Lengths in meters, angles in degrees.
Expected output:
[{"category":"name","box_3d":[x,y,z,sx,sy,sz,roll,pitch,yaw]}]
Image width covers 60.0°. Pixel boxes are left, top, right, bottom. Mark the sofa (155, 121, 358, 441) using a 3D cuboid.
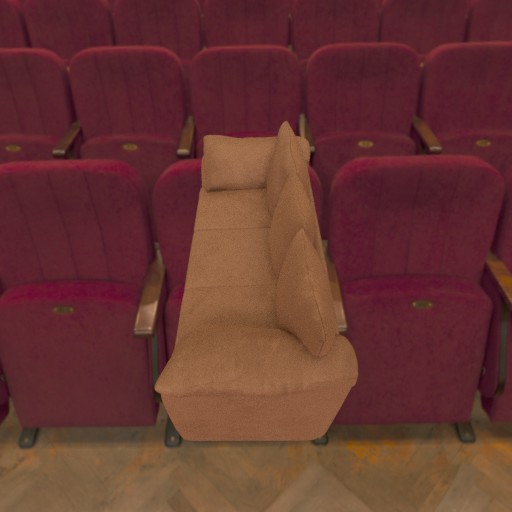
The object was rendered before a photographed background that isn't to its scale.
[{"category":"sofa","box_3d":[0.000,0.000,2.900,0.893,0.981,2.377,0,41,0]}]
